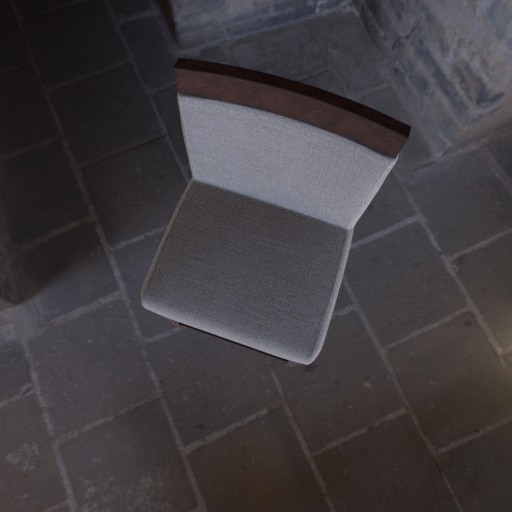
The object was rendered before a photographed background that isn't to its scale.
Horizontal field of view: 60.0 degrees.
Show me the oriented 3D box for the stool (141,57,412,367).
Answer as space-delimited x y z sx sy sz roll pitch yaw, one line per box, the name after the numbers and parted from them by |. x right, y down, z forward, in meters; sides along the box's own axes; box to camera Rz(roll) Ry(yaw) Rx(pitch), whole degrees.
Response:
0.000 0.000 1.344 0.512 1.009 0.531 18 76 5 | stool
